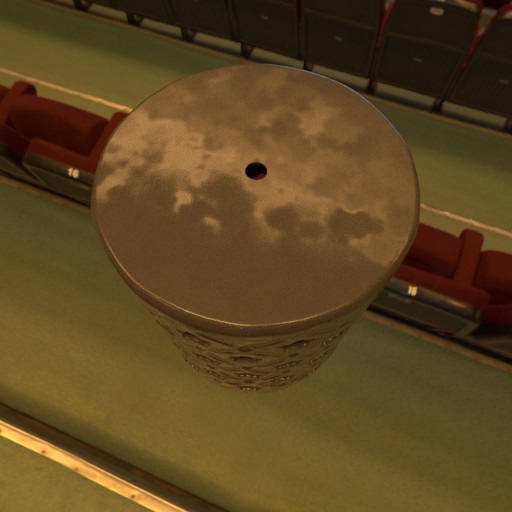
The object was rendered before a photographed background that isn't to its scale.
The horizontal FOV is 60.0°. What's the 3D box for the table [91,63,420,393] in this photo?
[{"bbox_3d":[0.000,0.000,0.638,0.352,0.387,0.352,0,62,0],"label":"table"}]
